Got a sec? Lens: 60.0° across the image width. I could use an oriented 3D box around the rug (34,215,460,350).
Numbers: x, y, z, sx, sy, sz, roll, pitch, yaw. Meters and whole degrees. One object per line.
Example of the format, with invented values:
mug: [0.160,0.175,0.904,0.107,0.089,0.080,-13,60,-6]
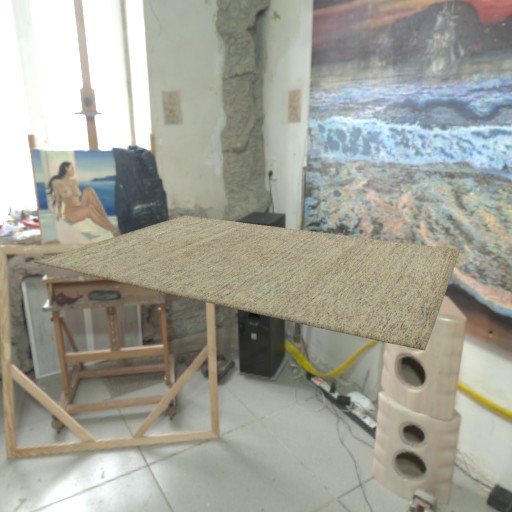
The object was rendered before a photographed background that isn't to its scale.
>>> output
rug: [0.000,0.000,2.271,1.822,0.018,1.211,9,20,27]
